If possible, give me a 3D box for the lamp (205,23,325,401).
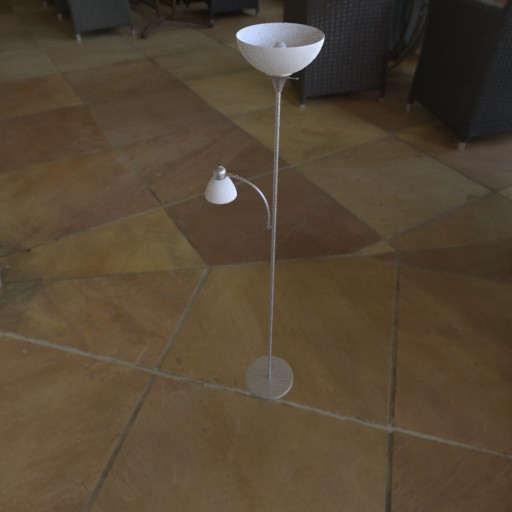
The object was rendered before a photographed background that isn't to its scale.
[{"bbox_3d":[0.000,0.000,1.941,0.425,1.804,0.279,12,42,14],"label":"lamp"}]
